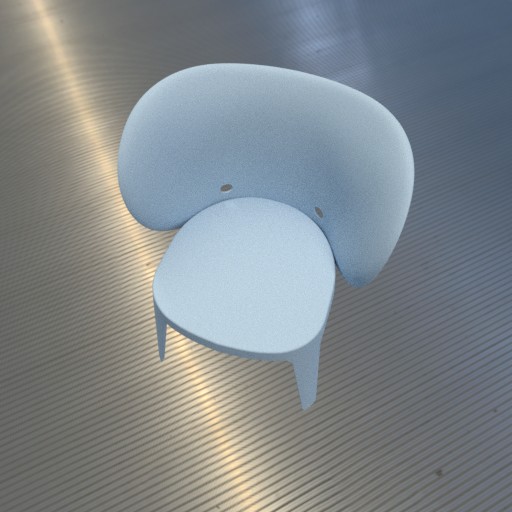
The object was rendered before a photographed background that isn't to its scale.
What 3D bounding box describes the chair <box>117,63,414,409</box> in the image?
[{"bbox_3d":[0.000,0.000,0.856,0.451,0.554,0.402,16,60,10],"label":"chair"}]
